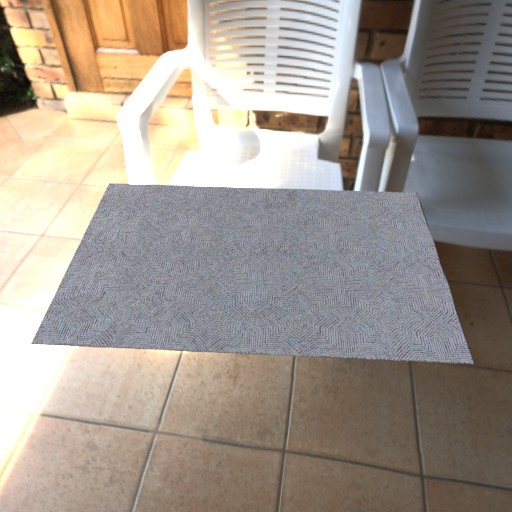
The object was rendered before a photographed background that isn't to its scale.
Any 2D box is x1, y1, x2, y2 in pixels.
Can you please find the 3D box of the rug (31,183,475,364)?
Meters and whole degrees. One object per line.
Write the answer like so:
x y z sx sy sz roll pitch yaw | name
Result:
0.000 0.000 2.954 2.428 0.007 1.519 2 45 2 | rug
